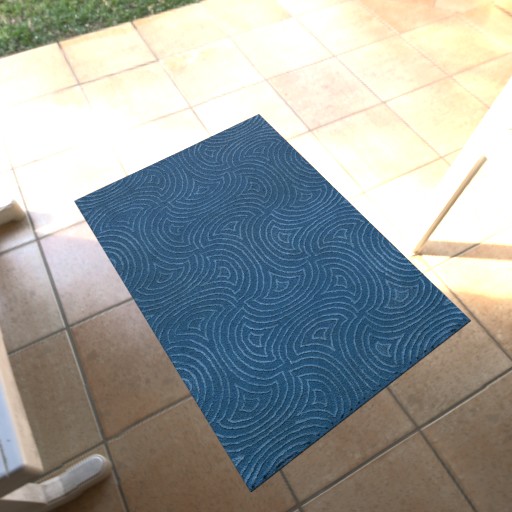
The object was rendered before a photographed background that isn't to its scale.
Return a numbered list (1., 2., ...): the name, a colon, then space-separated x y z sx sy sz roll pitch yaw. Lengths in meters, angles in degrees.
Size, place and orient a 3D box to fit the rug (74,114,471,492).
1. rug: 0.000 0.000 2.796 1.543 0.015 2.144 -30 63 -18
